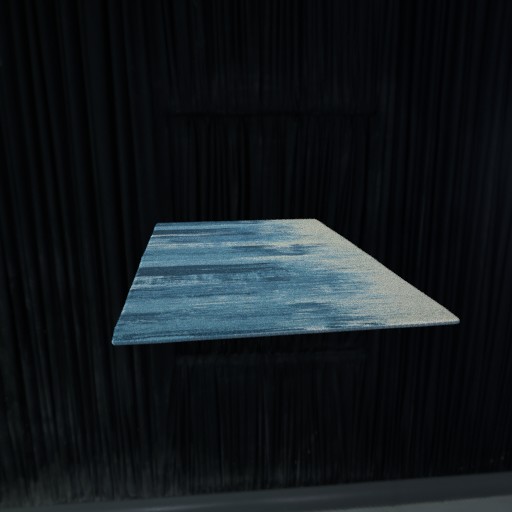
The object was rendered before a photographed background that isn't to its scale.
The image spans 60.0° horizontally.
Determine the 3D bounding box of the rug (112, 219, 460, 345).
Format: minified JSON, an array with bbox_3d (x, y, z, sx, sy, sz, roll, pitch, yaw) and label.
[{"bbox_3d":[0.000,0.000,3.040,1.540,0.027,2.450,-2,16,-8],"label":"rug"}]
